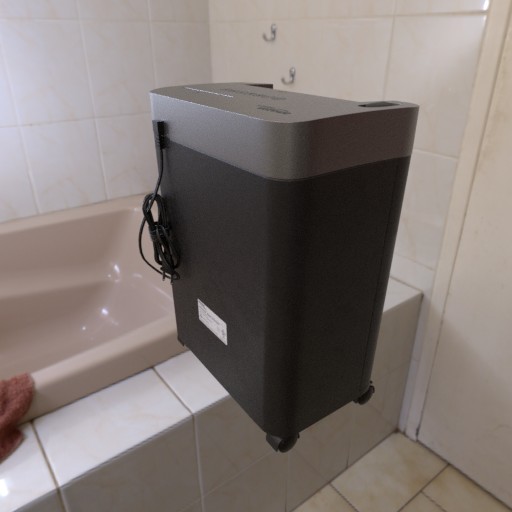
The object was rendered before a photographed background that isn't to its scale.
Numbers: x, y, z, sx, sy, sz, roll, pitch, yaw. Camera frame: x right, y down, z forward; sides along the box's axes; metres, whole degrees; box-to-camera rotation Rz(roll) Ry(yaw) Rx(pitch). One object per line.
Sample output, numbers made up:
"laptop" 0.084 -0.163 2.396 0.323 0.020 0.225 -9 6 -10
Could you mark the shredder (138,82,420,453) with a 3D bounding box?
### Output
"shredder" 0.000 0.000 0.605 0.237 0.419 0.311 -17 31 -31
